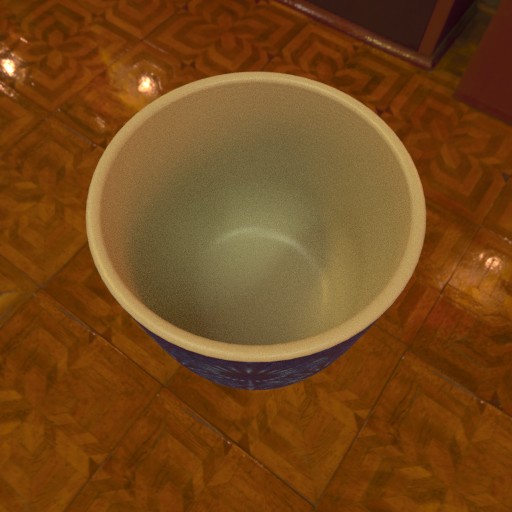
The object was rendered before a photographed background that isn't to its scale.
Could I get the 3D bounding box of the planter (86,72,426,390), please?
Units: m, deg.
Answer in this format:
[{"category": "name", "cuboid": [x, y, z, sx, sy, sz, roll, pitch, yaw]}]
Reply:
[{"category": "planter", "cuboid": [0.000, 0.000, 0.211, 0.124, 0.109, 0.124, 0, 64, 0]}]
